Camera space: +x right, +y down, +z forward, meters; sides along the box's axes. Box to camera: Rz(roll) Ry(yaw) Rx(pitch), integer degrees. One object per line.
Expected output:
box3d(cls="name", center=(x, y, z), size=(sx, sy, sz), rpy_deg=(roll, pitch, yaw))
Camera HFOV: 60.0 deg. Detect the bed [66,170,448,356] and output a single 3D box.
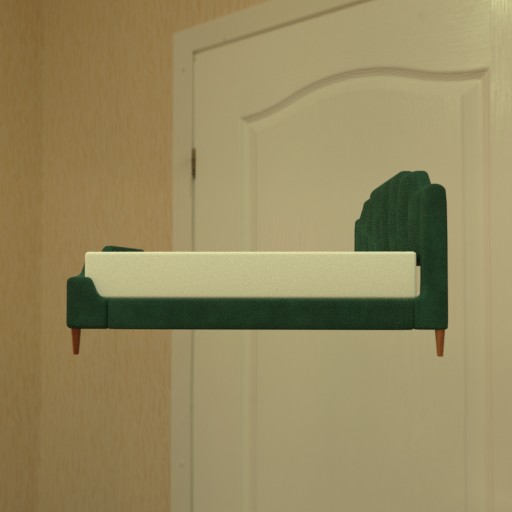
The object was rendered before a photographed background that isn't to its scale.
box3d(cls="bed", center=(0.000, 0.000, 3.701), size=(2.340, 1.245, 2.074), rpy_deg=(0, -1, 1))
